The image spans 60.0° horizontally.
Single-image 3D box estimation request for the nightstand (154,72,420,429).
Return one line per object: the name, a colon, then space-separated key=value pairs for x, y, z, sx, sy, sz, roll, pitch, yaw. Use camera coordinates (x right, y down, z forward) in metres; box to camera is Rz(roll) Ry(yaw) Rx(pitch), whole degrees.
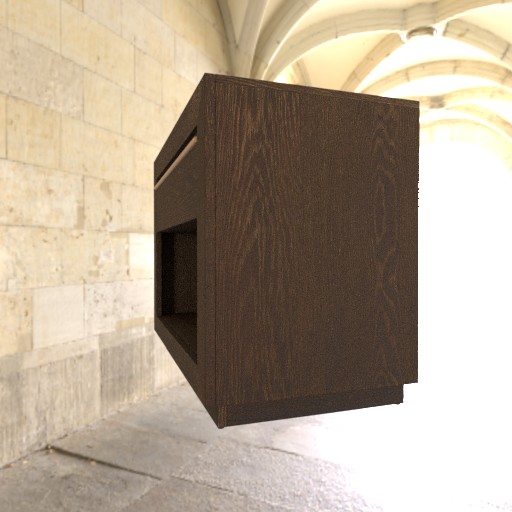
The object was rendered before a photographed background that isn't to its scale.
nightstand: x=0.000 y=0.000 z=1.167 sx=0.457 sy=0.612 sz=0.775 roll=0 pitch=1 yaw=-19
